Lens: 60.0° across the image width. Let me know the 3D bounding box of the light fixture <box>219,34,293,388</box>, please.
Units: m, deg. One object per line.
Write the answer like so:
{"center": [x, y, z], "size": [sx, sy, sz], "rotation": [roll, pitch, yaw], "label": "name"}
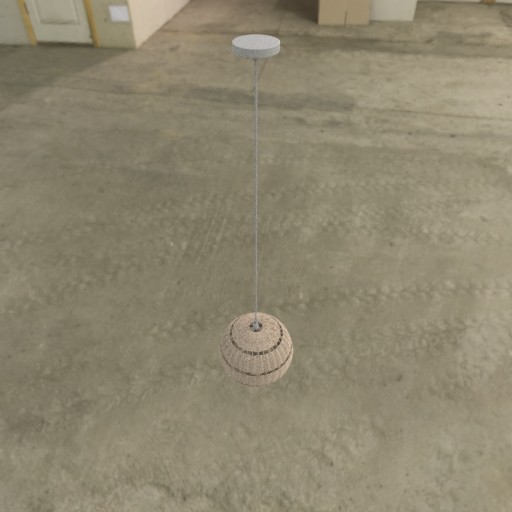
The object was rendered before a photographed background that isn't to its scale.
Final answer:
{"center": [0.000, 0.000, 2.223], "size": [0.457, 2.019, 0.457], "rotation": [27, 49, 27], "label": "light fixture"}
